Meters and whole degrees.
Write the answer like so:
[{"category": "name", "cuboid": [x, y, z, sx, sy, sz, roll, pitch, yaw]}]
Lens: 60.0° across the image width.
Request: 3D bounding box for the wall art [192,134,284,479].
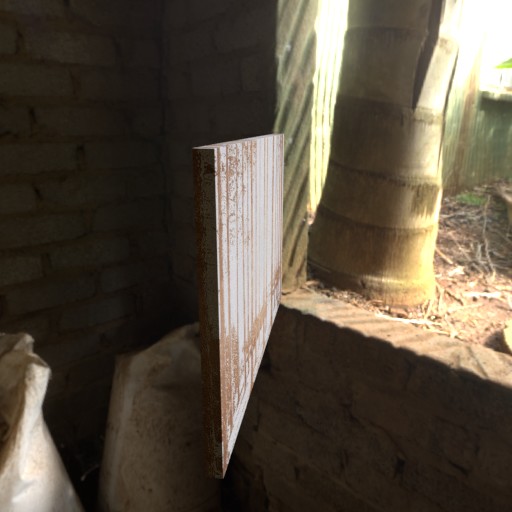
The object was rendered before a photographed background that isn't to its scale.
[{"category": "wall art", "cuboid": [0.000, 0.000, 1.184, 0.035, 0.609, 0.914, 3, 17, 10]}]
